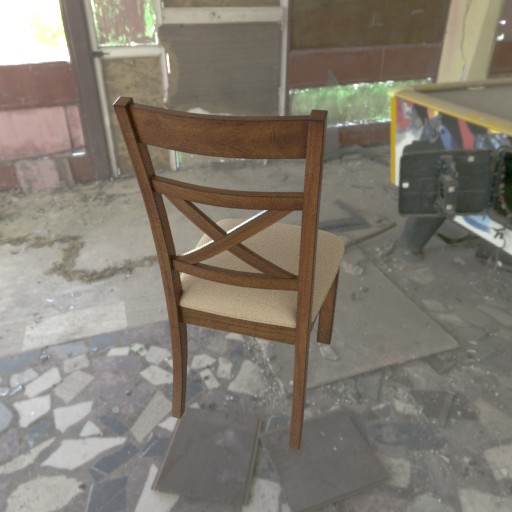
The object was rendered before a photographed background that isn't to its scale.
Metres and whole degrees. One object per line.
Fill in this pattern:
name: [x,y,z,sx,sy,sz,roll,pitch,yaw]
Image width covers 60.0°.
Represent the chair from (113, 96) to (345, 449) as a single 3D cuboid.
chair: [0.000,0.000,1.267,0.461,0.949,0.581,9,32,14]
